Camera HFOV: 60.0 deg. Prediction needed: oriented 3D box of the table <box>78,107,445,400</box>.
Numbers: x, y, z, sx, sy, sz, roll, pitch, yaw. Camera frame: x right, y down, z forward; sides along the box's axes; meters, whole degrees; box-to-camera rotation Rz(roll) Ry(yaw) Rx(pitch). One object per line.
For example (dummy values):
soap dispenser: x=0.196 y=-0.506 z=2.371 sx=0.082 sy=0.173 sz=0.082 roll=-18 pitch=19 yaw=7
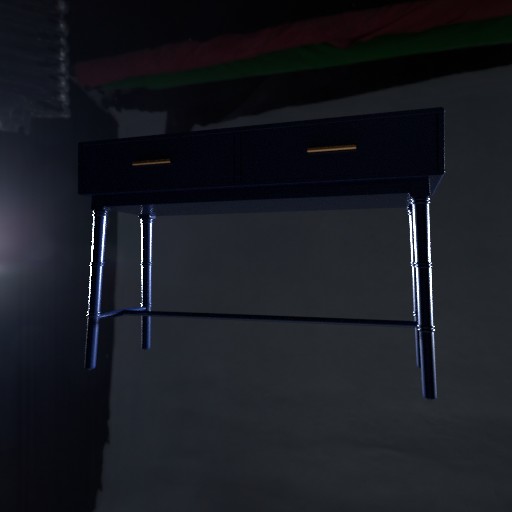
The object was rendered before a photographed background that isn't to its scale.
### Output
table: x=0.000 y=0.000 z=1.460 sx=1.118 sy=0.749 sz=0.399 roll=0 pitch=-1 yaw=18
